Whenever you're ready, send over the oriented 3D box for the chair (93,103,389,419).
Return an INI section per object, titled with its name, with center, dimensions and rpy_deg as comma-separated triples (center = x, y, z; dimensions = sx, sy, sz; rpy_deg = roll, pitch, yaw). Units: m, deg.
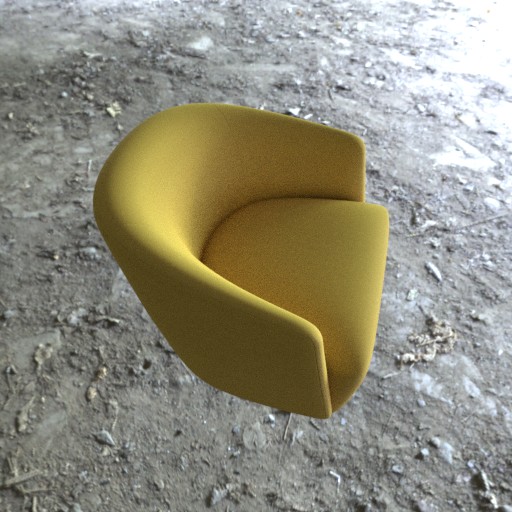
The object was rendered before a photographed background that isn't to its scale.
[chair]
center = 0.000, 0.000, 1.348
dimensions = 0.767, 0.698, 0.773
rpy_deg = 12, 48, 11
